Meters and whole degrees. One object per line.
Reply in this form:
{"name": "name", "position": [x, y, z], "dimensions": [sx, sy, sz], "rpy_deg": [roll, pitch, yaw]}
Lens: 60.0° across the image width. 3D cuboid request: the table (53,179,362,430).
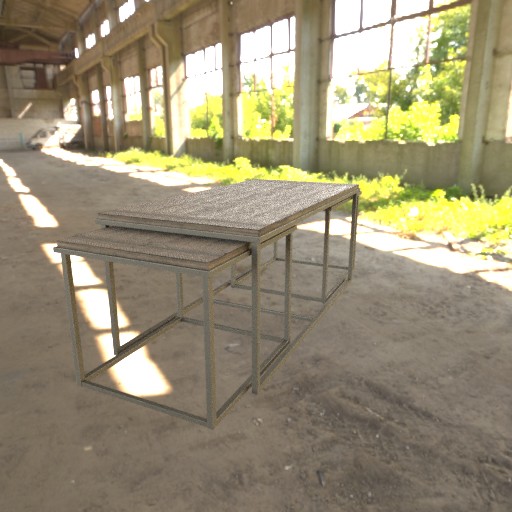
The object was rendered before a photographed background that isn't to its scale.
{"name": "table", "position": [0.000, 0.000, 1.566], "dimensions": [0.489, 0.427, 1.312], "rpy_deg": [8, 18, 25]}
